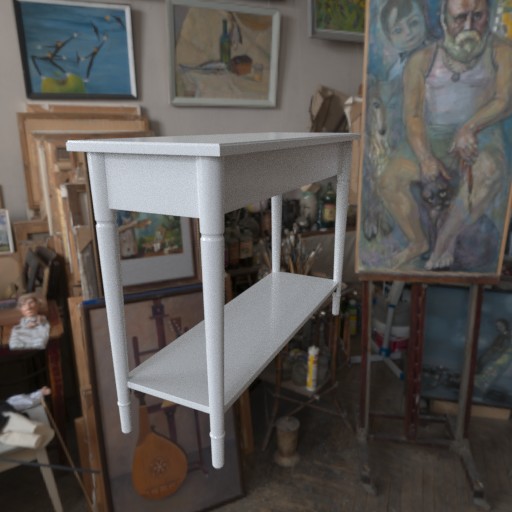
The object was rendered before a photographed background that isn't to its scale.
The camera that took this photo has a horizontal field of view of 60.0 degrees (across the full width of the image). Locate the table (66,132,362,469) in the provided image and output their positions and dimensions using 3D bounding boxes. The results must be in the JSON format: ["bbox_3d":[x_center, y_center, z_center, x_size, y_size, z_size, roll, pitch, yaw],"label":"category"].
[{"bbox_3d":[0.000,0.000,1.430,0.381,0.749,1.067,8,18,25],"label":"table"}]
